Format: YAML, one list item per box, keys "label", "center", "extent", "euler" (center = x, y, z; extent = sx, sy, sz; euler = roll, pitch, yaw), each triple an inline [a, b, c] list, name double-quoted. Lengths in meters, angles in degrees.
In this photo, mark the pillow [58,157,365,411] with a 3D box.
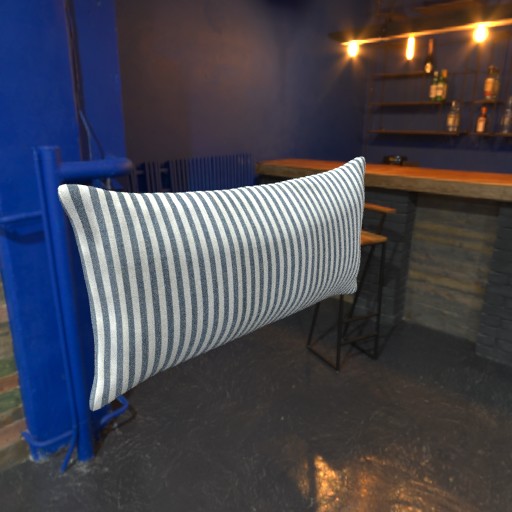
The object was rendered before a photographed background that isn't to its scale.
- label: "pillow"
  center: [0.000, 0.000, 0.740]
  extent: [0.617, 0.295, 0.151]
  euler: [-16, 23, -42]
